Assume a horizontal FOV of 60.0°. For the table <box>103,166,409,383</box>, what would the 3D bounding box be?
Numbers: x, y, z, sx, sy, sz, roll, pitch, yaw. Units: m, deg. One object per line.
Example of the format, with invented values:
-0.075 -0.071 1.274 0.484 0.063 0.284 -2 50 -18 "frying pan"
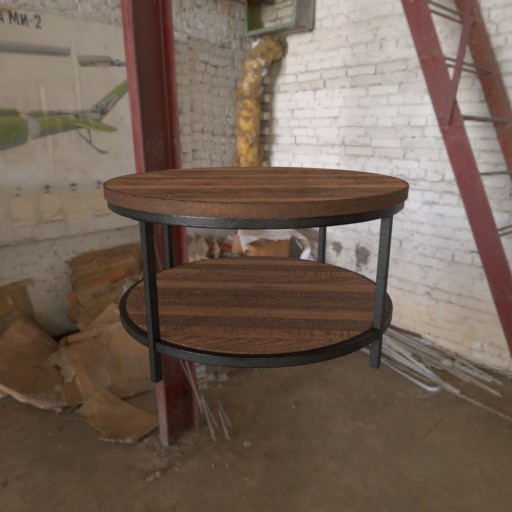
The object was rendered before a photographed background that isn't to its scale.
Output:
0.000 0.000 1.341 0.837 0.462 0.837 0 16 0 "table"
